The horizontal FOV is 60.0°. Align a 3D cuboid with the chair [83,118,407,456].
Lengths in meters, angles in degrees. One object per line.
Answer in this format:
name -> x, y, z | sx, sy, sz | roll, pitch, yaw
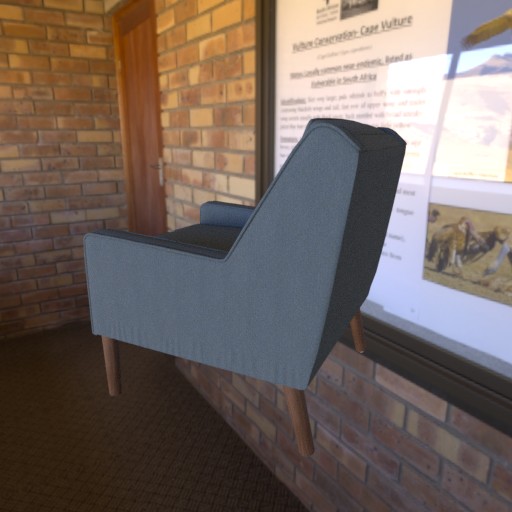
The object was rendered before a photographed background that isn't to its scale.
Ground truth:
chair -> 0.000, 0.000, 1.330 | 0.733, 0.780, 0.663 | 7, 17, 25
